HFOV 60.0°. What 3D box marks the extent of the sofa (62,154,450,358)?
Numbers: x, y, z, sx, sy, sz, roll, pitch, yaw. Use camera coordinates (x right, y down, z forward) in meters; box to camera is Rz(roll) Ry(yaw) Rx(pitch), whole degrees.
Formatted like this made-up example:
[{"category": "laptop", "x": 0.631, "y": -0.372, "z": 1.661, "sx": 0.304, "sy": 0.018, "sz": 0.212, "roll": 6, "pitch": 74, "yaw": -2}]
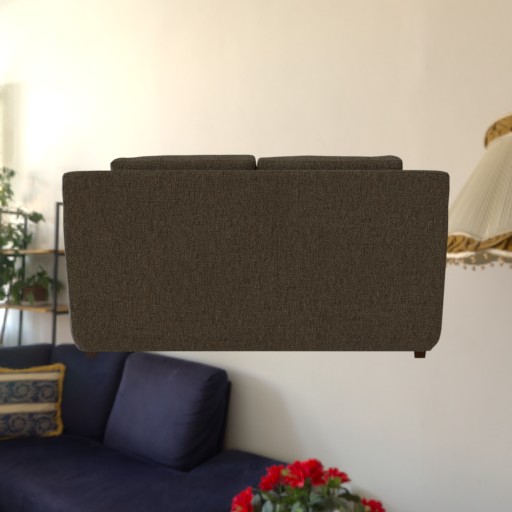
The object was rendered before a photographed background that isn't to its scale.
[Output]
[{"category": "sofa", "x": 0.000, "y": 0.000, "z": 2.496, "sx": 1.778, "sy": 0.991, "sz": 1.120, "roll": 0, "pitch": -1, "yaw": 0}]
